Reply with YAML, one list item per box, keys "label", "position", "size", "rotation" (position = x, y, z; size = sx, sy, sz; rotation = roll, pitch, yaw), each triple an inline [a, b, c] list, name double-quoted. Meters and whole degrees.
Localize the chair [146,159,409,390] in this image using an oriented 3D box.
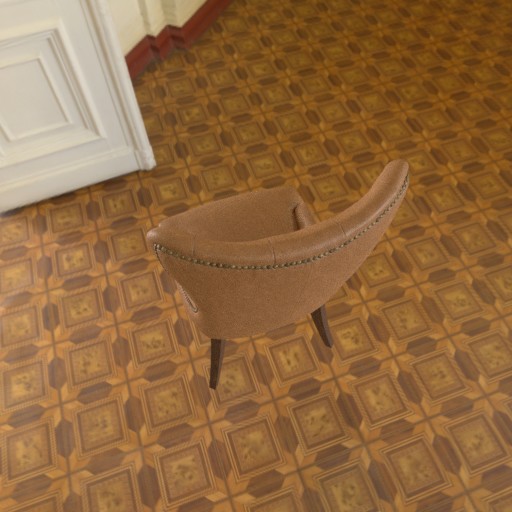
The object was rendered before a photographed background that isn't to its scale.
- label: "chair"
  position: [0.000, 0.000, 1.479]
  size: [0.611, 1.065, 0.669]
  rotation: [-17, 59, -10]
